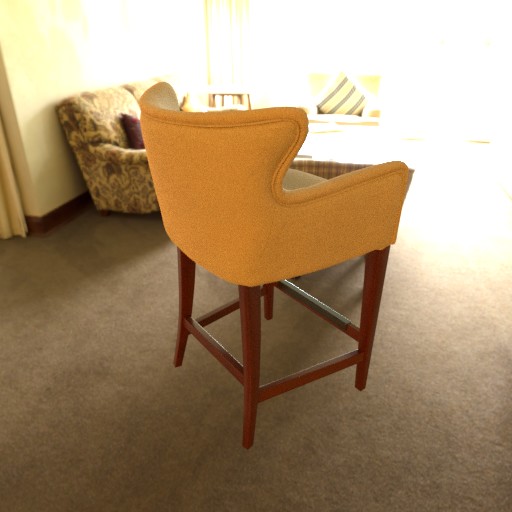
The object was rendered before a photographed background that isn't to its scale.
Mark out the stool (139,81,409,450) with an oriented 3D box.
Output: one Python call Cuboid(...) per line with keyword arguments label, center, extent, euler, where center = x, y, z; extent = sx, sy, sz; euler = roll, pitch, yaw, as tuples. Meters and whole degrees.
Cuboid(label="stool", center=(0.000, 0.000, 1.333), extent=(0.570, 0.951, 0.601), euler=(-19, 33, -32))
